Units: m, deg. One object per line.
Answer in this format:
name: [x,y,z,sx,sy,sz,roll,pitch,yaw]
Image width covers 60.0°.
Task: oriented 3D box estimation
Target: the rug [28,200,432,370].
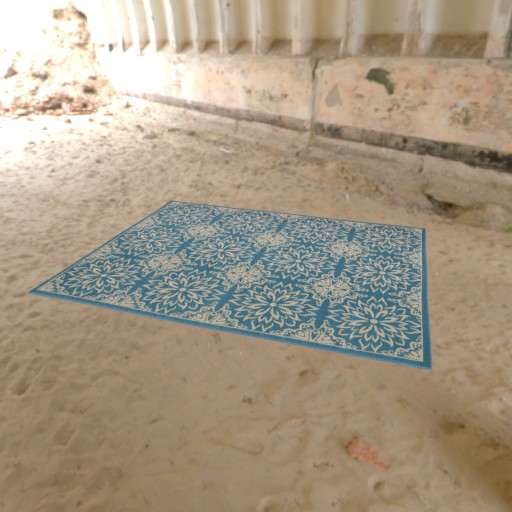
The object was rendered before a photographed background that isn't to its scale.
rug: [0.000,0.000,4.024,2.964,0.018,2.350,8,27,16]
